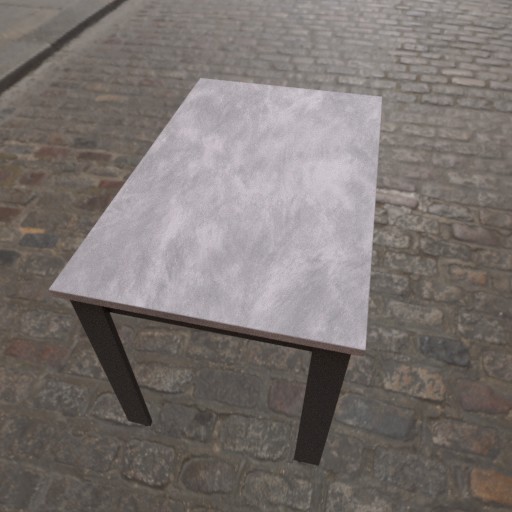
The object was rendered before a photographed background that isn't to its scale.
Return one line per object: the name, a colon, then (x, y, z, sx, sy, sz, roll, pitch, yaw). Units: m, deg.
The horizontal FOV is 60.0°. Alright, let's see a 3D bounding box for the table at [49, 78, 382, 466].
table: (0.000, 0.000, 1.571, 0.700, 0.734, 1.100, 9, 47, 9)
